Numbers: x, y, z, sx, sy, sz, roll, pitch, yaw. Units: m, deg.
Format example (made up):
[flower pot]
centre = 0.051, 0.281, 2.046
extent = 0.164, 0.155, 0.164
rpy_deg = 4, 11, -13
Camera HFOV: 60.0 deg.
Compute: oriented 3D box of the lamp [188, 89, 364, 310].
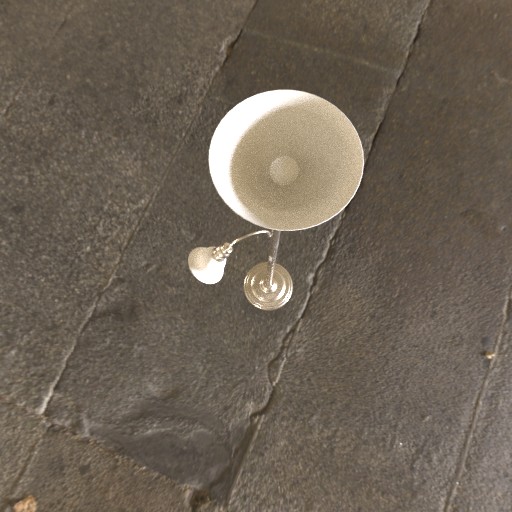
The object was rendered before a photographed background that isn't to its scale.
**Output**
[lamp]
centre = 0.000, 0.000, 2.014
extent = 0.575, 1.785, 0.405
rpy_deg = -21, 76, -5
